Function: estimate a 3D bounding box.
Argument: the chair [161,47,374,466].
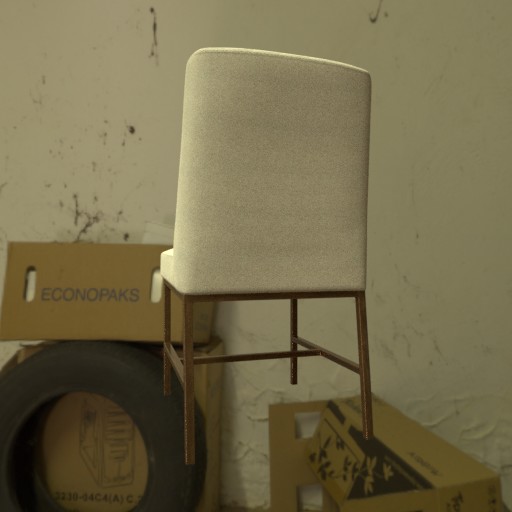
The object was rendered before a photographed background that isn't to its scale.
[{"bbox_3d":[0.000,0.000,1.288,0.503,0.933,0.597,0,0,-17],"label":"chair"}]
